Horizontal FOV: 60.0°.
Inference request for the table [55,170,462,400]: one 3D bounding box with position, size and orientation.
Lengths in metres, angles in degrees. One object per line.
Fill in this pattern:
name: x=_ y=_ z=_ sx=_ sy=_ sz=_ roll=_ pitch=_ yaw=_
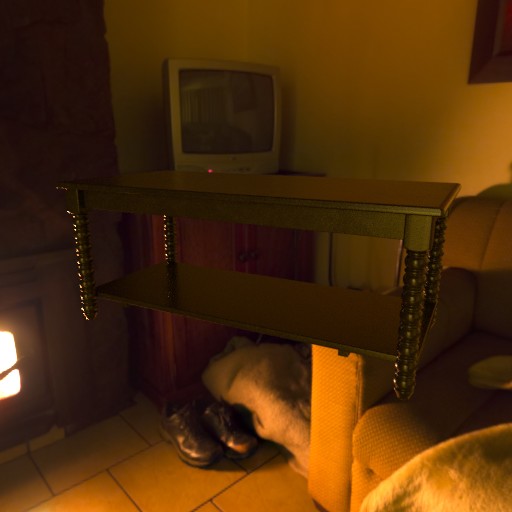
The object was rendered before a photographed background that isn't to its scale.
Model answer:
table: x=0.000 y=0.000 z=1.479 sx=1.171 sy=0.487 sz=0.580 roll=8 pitch=17 yaw=26
